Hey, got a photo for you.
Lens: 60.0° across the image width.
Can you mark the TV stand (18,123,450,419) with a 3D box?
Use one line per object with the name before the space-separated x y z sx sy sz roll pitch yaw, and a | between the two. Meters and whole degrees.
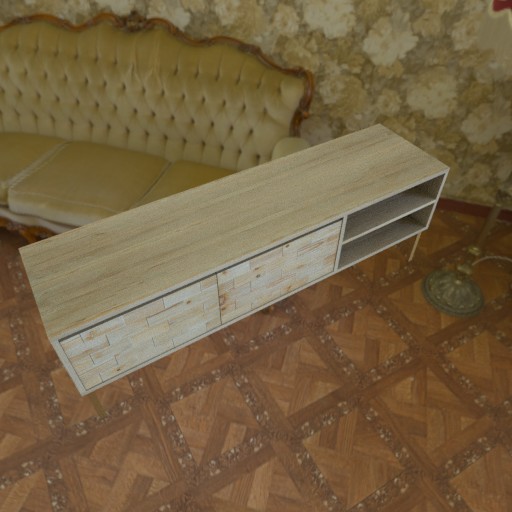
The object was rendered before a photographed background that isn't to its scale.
TV stand | 0.000 0.000 1.841 1.600 0.550 0.420 -23 50 -21
